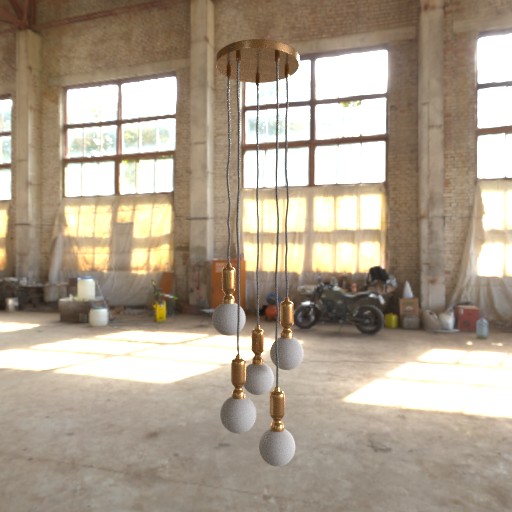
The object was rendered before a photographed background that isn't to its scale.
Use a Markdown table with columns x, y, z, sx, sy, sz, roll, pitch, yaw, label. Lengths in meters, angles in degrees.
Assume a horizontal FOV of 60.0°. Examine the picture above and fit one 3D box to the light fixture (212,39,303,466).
| x | y | z | sx | sy | sz | roll | pitch | yaw | label |
| --- | --- | --- | --- | --- | --- | --- | --- | --- | --- |
| 0.000 | 0.000 | 0.512 | 0.108 | 0.457 | 0.105 | 0 | 0 | 36 | light fixture |
